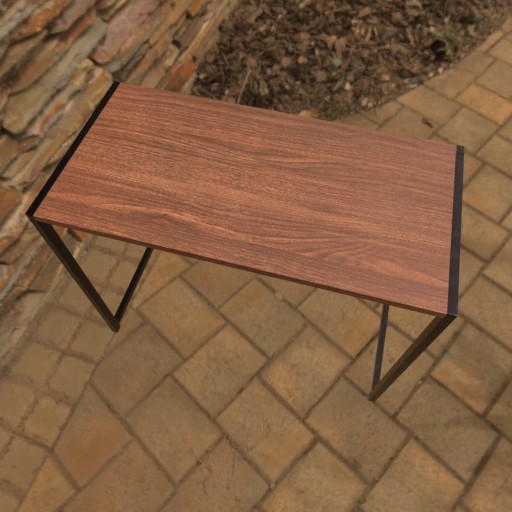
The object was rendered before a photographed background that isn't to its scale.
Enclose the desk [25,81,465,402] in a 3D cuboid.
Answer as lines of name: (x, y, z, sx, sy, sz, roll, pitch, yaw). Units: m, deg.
desk: (0.000, 0.000, 1.446, 1.016, 0.762, 0.508, 13, 60, 8)
